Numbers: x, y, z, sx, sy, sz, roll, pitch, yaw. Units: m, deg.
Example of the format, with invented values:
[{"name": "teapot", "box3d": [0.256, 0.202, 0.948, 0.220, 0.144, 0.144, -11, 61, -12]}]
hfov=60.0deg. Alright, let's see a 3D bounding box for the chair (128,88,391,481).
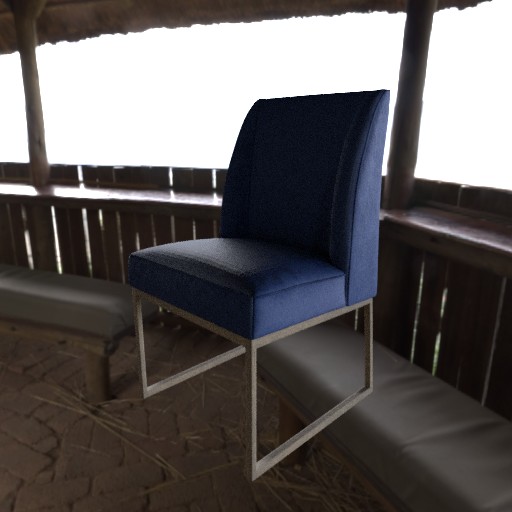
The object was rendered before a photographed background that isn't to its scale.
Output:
[{"name": "chair", "box3d": [0.000, 0.000, 1.210, 0.522, 0.863, 0.508, -15, 21, -43]}]
